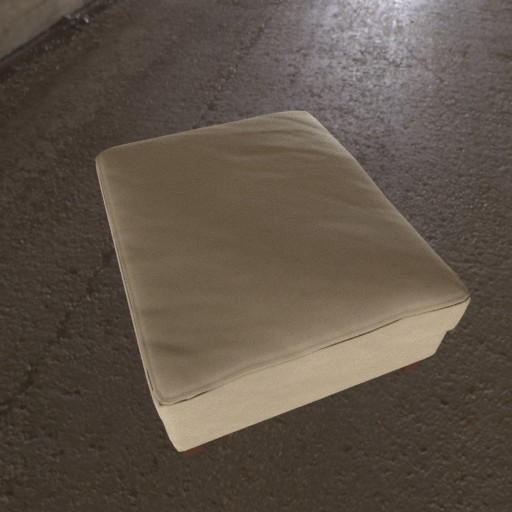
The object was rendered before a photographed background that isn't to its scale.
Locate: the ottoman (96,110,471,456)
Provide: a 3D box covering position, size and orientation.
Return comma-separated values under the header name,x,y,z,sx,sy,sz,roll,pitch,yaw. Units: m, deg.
name,x,y,z,sx,sy,sz,roll,pitch,yaw
ottoman,0.000,0.000,1.466,0.836,0.492,1.002,-16,50,-14
